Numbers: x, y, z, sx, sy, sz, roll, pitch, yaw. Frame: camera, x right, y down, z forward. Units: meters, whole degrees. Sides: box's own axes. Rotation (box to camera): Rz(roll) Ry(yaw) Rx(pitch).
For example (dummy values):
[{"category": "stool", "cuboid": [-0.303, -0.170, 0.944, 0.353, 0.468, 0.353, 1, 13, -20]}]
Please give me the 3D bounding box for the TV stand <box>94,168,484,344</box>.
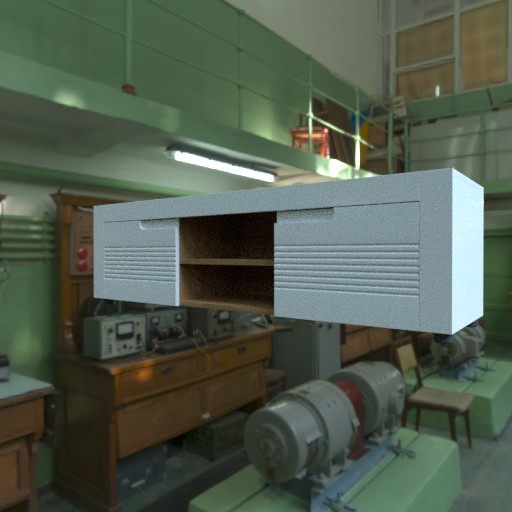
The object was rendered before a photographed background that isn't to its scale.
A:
[{"category": "TV stand", "cuboid": [0.000, 0.000, 1.695, 1.500, 0.440, 0.410, 0, 1, 37]}]
